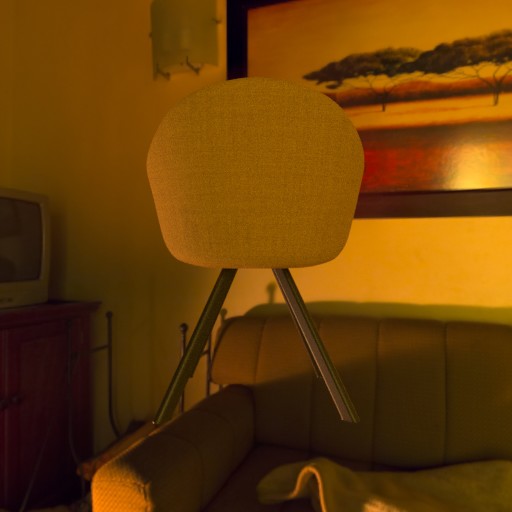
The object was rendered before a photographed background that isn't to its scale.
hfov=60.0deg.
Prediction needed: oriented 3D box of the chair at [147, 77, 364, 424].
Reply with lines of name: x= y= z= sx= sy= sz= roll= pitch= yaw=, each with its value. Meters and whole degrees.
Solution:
chair: x=0.000 y=0.000 z=1.232 sx=0.590 sy=0.795 sz=0.550 roll=0 pitch=-1 yaw=-1
